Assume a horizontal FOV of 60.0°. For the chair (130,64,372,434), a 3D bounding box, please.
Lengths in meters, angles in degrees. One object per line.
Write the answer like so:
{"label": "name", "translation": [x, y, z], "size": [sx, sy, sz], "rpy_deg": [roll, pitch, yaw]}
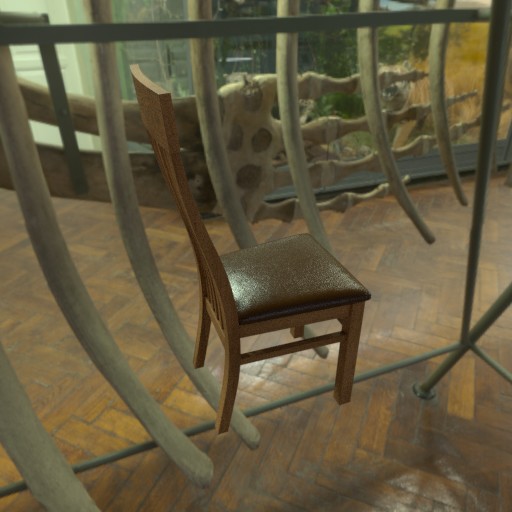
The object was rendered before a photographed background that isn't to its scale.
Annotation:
{"label": "chair", "translation": [0.000, 0.000, 1.349], "size": [0.580, 1.050, 0.450], "rpy_deg": [-11, 32, -18]}
